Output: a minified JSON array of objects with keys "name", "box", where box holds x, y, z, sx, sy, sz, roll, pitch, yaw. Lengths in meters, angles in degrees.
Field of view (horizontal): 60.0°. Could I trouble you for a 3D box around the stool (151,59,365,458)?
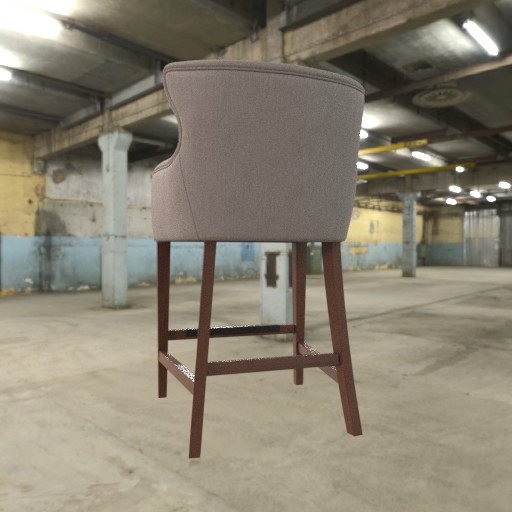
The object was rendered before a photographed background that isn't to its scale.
[{"name":"stool","box":[0.000,0.000,1.311,0.575,0.951,0.575,0,0,-17]}]
